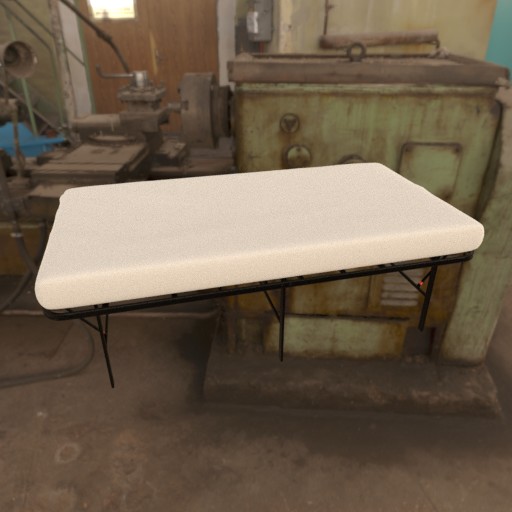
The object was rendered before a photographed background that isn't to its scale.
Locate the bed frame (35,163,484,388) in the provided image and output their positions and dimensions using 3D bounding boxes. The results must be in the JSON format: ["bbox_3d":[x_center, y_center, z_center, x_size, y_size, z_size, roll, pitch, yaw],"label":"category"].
[{"bbox_3d":[0.000,0.000,2.305,1.903,0.619,0.989,-7,30,-13],"label":"bed frame"}]
